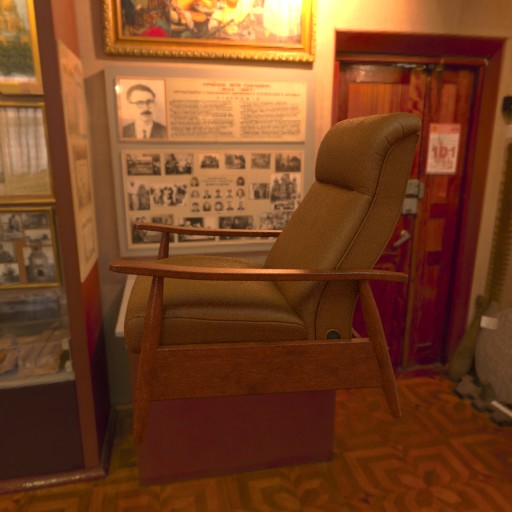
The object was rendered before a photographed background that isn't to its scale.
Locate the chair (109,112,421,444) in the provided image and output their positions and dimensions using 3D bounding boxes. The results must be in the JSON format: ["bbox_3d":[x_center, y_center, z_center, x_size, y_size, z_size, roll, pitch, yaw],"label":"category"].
[{"bbox_3d":[0.000,0.000,1.777,1.014,1.082,0.762,-2,14,-9],"label":"chair"}]
